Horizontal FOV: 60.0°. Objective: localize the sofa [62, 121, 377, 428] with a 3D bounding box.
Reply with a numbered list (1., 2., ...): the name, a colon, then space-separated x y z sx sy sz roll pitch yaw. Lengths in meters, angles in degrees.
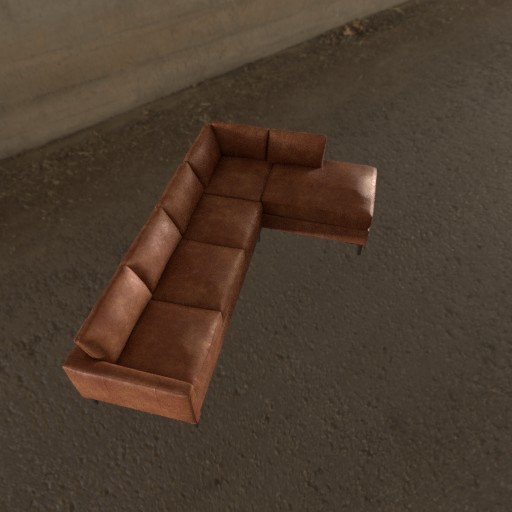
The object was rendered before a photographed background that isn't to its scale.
1. sofa: 0.000 0.000 3.915 1.938 0.877 2.984 10 48 9
